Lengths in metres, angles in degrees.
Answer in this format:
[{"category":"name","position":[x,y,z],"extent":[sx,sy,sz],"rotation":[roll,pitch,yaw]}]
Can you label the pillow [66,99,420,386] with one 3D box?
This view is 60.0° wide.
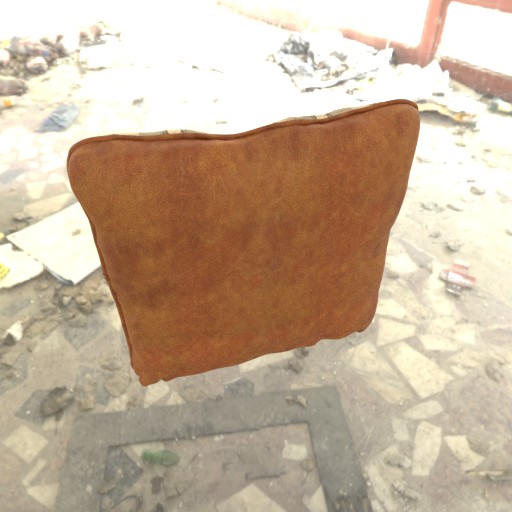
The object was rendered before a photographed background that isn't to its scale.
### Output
[{"category":"pillow","position":[0.000,0.000,0.736],"extent":[0.489,0.490,0.130],"rotation":[-11,42,-13]}]
